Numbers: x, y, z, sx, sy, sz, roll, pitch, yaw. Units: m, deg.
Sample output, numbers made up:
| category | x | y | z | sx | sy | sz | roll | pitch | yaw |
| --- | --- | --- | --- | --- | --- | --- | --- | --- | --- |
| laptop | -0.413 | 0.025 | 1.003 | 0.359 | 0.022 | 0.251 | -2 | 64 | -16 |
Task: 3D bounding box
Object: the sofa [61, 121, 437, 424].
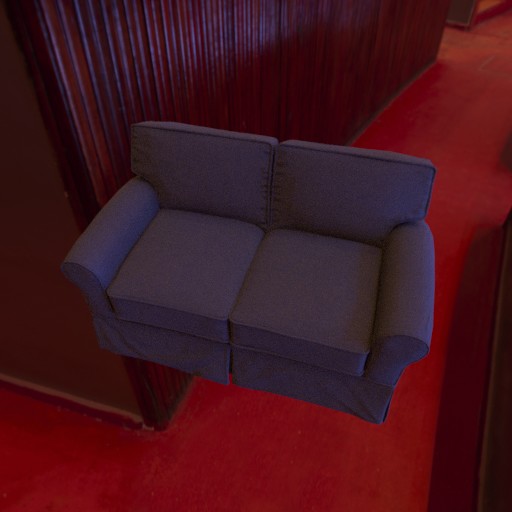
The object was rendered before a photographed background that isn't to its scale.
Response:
| category | x | y | z | sx | sy | sz | roll | pitch | yaw |
| --- | --- | --- | --- | --- | --- | --- | --- | --- | --- |
| sofa | 0.000 | 0.000 | 2.402 | 1.801 | 1.059 | 0.997 | 11 | 43 | 12 |
